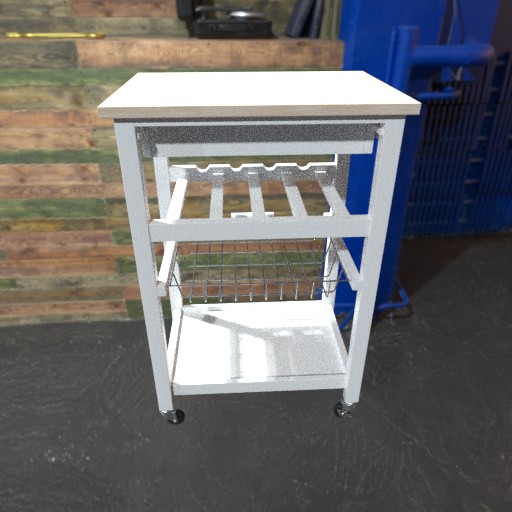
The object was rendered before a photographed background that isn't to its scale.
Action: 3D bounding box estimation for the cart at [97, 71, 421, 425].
[{"bbox_3d":[0.000,0.000,1.178,0.578,0.857,0.406,-2,30,-3],"label":"cart"}]
